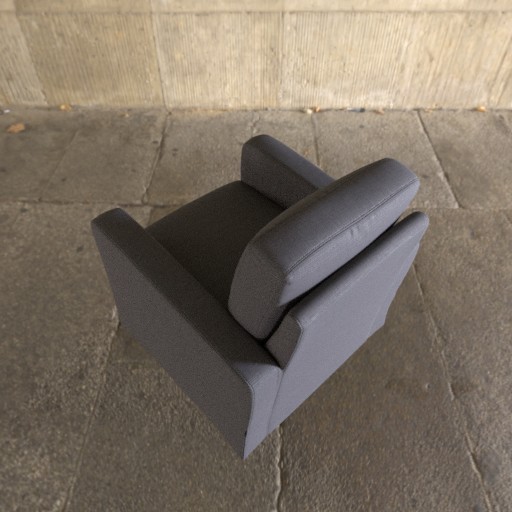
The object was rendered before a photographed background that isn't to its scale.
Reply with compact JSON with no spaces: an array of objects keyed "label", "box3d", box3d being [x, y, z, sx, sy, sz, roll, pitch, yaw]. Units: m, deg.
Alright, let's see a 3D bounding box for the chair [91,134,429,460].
[{"label":"chair","box3d":[0.000,0.000,1.528,0.798,0.855,0.863,-34,55,-29]}]
